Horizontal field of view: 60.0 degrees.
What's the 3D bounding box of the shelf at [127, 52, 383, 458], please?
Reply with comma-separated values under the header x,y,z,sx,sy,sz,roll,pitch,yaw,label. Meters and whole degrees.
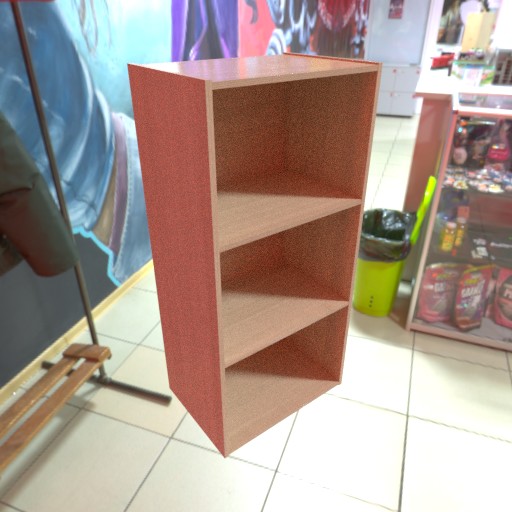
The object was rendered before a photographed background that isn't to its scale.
x,y,z,sx,sy,sz,roll,pitch,yaw,label
0.000,0.000,1.091,0.417,0.876,0.292,-20,35,-32,shelf
